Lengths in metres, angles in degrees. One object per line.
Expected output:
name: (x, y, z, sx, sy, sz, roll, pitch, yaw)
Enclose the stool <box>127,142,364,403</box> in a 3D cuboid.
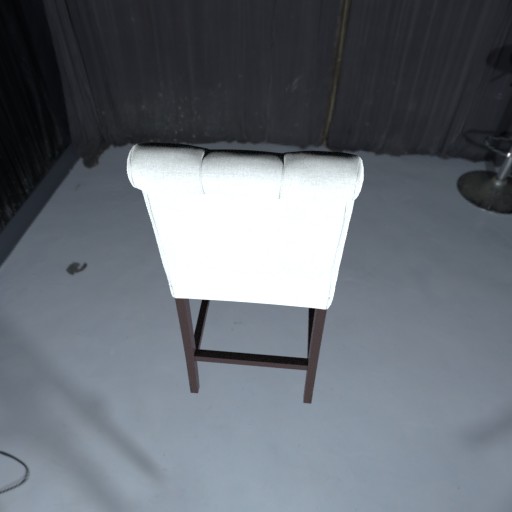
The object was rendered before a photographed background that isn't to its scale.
stool: (0.000, 0.000, 1.392, 0.493, 1.040, 0.601, 4, 45, 4)
